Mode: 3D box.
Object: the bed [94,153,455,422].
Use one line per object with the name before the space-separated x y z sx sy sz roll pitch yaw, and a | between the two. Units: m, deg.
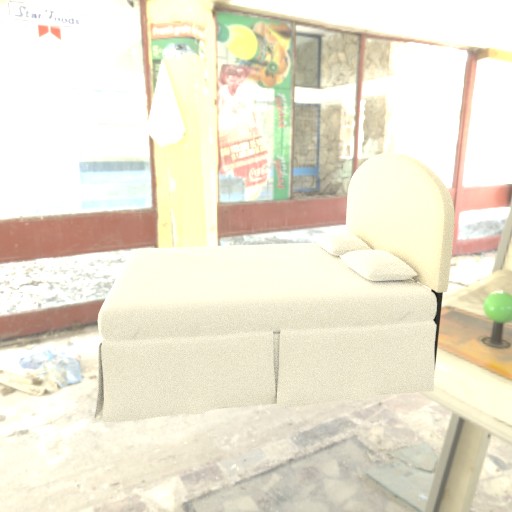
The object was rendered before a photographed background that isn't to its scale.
bed | 0.000 0.000 3.111 2.005 1.410 1.607 -2 13 -9
